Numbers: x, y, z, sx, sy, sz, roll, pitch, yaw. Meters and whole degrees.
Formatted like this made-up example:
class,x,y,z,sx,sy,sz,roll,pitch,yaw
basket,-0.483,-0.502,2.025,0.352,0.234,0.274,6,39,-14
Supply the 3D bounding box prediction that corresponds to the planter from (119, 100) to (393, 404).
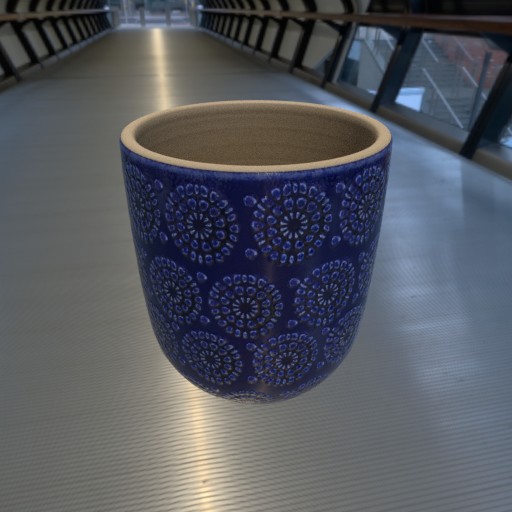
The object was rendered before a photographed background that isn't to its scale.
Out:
class,x,y,z,sx,sy,sz,roll,pitch,yaw
planter,0.000,0.000,0.355,0.184,0.206,0.184,0,30,0
